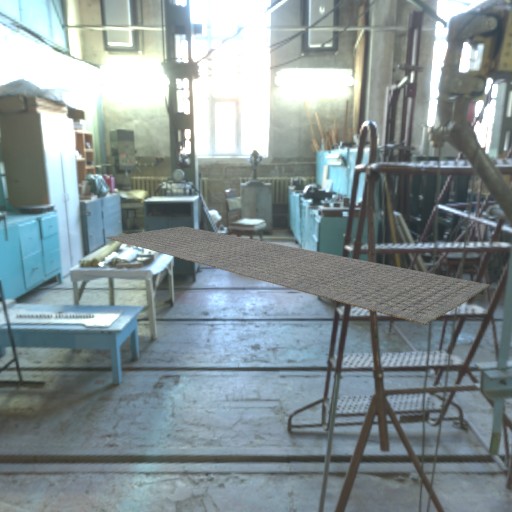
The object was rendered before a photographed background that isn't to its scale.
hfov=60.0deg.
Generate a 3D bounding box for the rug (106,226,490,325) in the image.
[{"bbox_3d":[0.000,0.000,2.689,2.443,0.009,0.706,13,18,43],"label":"rug"}]
